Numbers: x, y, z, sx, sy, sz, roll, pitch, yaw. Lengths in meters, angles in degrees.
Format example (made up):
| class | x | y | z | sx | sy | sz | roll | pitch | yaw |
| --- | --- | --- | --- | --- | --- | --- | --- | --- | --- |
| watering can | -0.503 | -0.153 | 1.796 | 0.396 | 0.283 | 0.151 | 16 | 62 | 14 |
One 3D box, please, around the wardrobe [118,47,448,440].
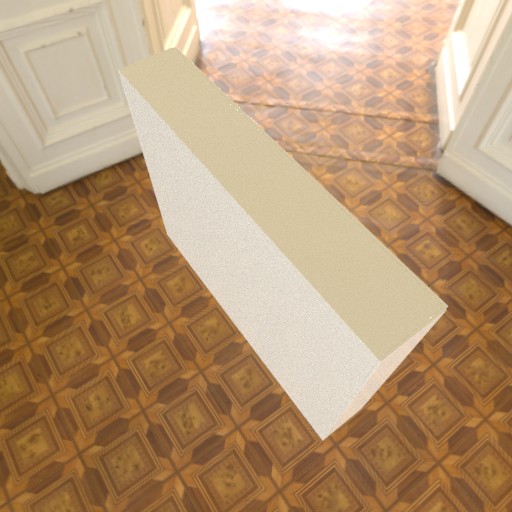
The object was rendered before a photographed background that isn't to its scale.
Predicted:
| class | x | y | z | sx | sy | sz | roll | pitch | yaw |
| --- | --- | --- | --- | --- | --- | --- | --- | --- | --- |
| wardrobe | 0.000 | 0.000 | 4.038 | 0.580 | 2.360 | 3.000 | -32 | 63 | -18 |
